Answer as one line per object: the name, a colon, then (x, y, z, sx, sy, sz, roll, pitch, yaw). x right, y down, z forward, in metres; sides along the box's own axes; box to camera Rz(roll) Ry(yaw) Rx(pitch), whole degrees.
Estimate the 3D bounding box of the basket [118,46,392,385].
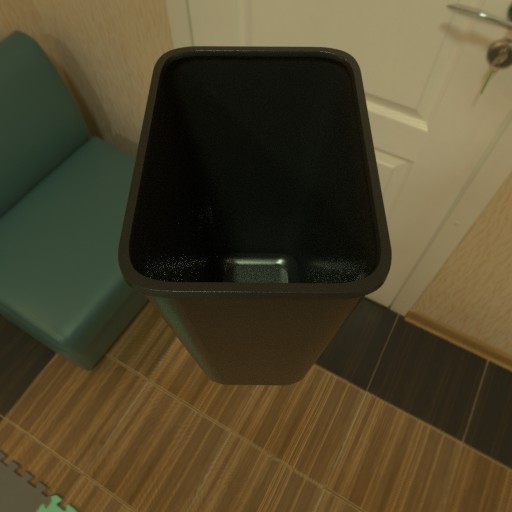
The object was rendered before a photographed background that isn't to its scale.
basket: (0.000, 0.000, 0.760, 0.287, 0.521, 0.394, 0, 59, 0)
